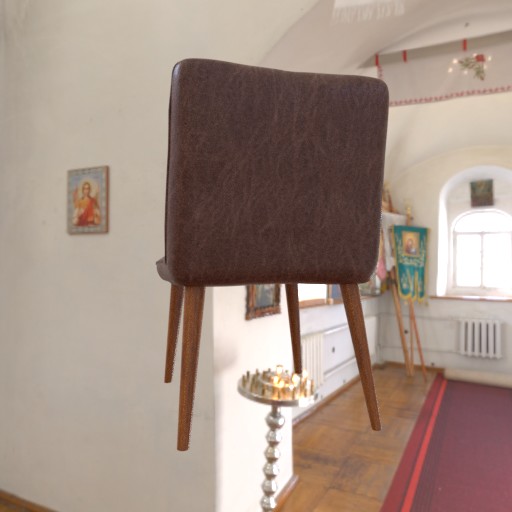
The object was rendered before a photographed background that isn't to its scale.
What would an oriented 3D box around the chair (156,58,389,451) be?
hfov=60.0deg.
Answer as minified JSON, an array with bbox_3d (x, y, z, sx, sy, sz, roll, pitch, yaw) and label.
[{"bbox_3d":[0.000,0.000,1.219,0.543,0.803,0.645,0,-1,-19],"label":"chair"}]
